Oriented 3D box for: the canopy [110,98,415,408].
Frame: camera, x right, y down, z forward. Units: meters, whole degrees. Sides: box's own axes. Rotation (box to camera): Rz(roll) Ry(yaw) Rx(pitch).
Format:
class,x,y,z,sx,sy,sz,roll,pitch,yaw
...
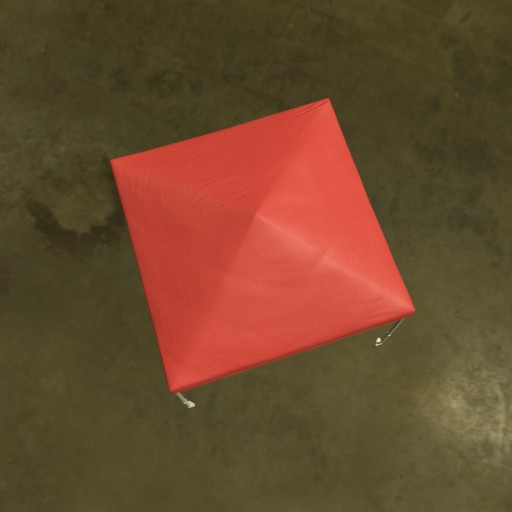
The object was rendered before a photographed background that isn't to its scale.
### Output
class,x,y,z,sx,sy,sz,roll,pitch,yaw
canopy,0.000,0.000,5.149,2.849,2.849,2.848,-17,76,-4
